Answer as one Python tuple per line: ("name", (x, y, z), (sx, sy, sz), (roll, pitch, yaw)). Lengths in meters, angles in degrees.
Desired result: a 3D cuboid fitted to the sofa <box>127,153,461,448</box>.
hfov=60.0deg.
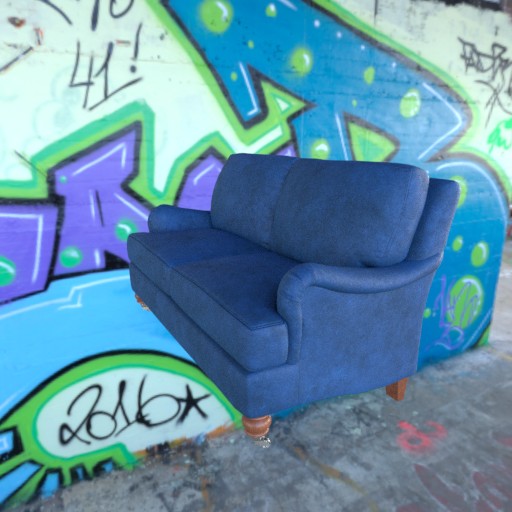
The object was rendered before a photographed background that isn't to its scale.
("sofa", (0.000, 0.000, 2.535), (1.084, 1.101, 1.853), (-8, 17, -28))
